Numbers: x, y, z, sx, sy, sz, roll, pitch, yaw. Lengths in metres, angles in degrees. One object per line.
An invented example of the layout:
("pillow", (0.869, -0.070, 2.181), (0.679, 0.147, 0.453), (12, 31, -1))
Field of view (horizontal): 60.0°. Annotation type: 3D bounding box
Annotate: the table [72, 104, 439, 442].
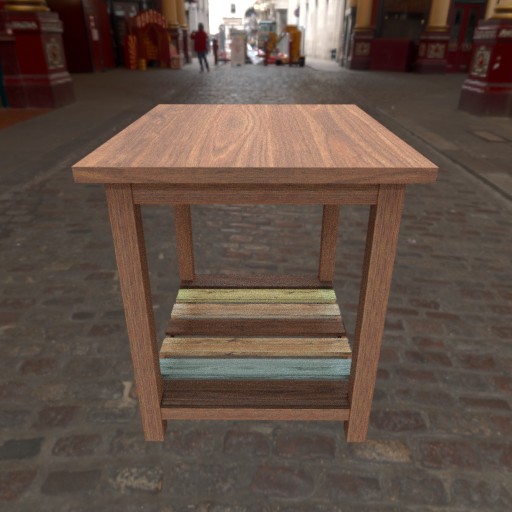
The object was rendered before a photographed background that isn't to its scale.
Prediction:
("table", (0.000, 0.000, 1.112), (0.559, 0.635, 0.660), (0, 27, 0))
